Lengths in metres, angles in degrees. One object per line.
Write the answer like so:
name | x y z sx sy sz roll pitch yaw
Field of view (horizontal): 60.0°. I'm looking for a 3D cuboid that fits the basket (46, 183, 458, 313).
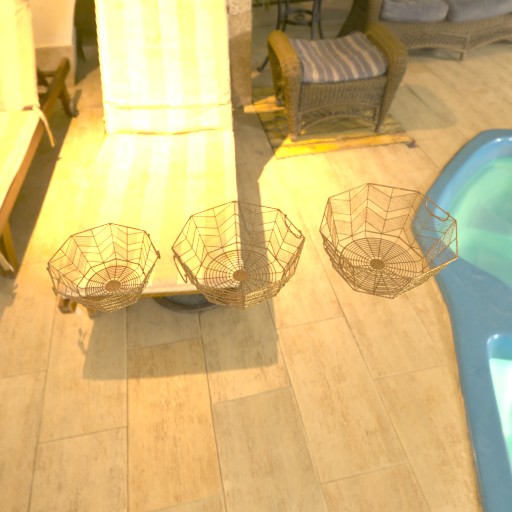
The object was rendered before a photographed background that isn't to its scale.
basket | 0.000 0.000 1.384 1.245 0.178 0.432 -4 46 -4
